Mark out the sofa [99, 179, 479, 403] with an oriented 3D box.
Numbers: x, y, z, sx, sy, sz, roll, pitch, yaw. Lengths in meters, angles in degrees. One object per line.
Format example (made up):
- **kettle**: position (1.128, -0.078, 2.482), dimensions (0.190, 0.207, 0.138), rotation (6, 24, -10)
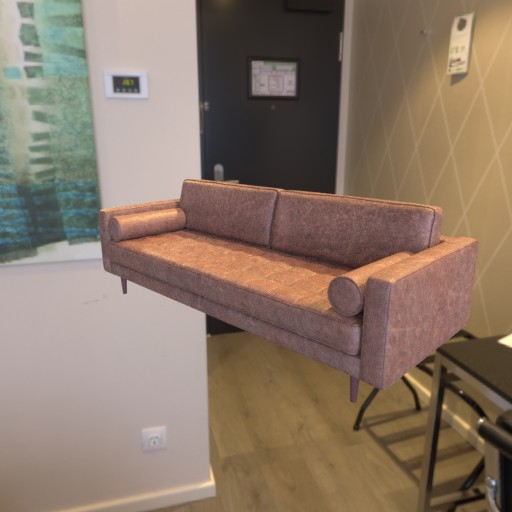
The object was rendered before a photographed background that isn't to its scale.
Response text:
- **sofa**: position (0.000, 0.000, 2.645), dimensions (2.210, 0.762, 0.914), rotation (15, 21, 42)
